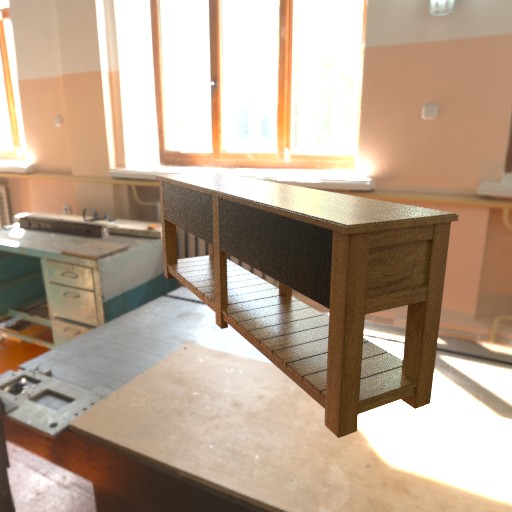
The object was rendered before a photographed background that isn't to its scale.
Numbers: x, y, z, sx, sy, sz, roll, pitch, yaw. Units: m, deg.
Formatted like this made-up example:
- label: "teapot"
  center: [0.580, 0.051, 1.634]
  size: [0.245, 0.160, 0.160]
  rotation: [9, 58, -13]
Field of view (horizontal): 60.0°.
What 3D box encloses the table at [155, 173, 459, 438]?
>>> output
- label: "table"
  center: [0.000, 0.000, 2.066]
  size: [0.425, 0.635, 1.815]
  rotation: [-8, 17, -26]
